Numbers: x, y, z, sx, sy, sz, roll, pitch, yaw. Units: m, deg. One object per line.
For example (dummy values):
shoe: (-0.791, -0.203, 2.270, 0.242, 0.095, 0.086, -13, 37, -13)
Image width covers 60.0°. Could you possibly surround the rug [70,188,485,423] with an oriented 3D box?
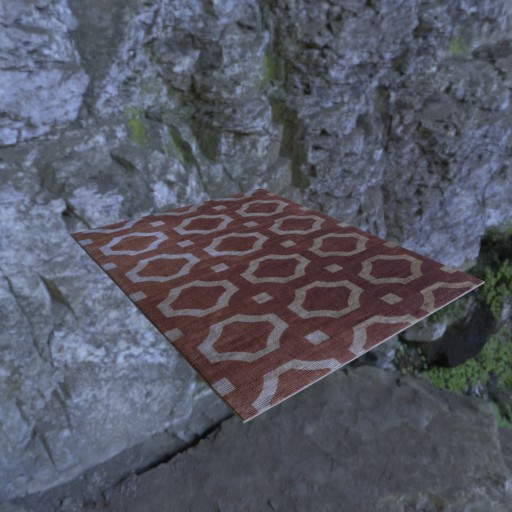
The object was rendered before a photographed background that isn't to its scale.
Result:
rug: (0.000, 0.000, 4.100, 2.466, 0.021, 3.049, -19, 33, -32)
